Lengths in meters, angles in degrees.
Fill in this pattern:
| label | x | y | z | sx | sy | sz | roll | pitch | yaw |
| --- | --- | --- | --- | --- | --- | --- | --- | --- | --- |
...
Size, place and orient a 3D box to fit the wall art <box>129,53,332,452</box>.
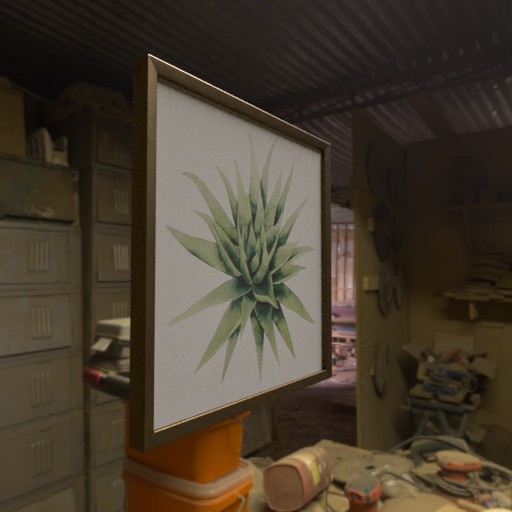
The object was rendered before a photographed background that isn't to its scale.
| label | x | y | z | sx | sy | sz | roll | pitch | yaw |
| --- | --- | --- | --- | --- | --- | --- | --- | --- | --- |
| wall art | 0.000 | 0.000 | 0.770 | 0.030 | 0.506 | 0.503 | -2 | -3 | 37 |
